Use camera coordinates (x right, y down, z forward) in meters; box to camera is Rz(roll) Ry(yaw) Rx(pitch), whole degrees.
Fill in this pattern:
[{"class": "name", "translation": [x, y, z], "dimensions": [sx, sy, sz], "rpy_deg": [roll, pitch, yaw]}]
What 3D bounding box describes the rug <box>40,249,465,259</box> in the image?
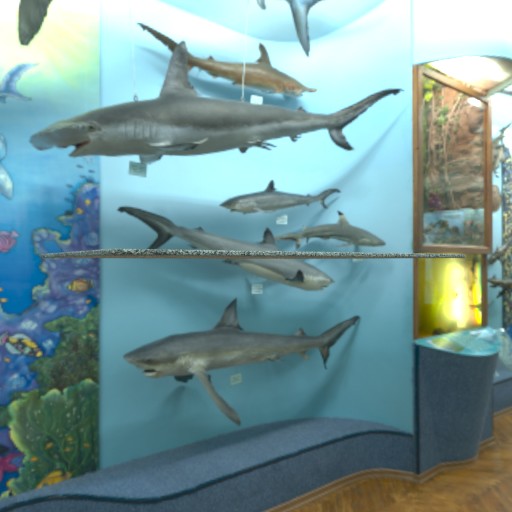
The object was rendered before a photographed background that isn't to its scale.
[{"class": "rug", "translation": [0.000, 0.000, 3.389], "dimensions": [2.743, 0.030, 1.778], "rpy_deg": [0, -1, -35]}]
